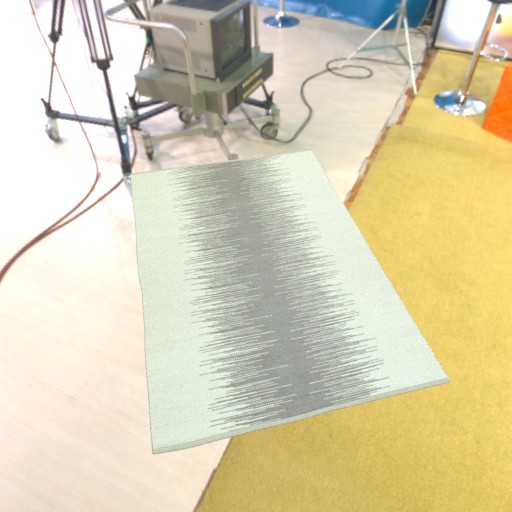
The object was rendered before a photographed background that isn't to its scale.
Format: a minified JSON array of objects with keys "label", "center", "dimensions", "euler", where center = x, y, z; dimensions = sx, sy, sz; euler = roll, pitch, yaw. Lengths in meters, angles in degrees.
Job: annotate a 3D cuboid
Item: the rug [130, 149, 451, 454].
[{"label":"rug","center":[0.000,0.000,2.343],"dimensions":[1.226,0.007,1.815],"euler":[-10,47,-9]}]
